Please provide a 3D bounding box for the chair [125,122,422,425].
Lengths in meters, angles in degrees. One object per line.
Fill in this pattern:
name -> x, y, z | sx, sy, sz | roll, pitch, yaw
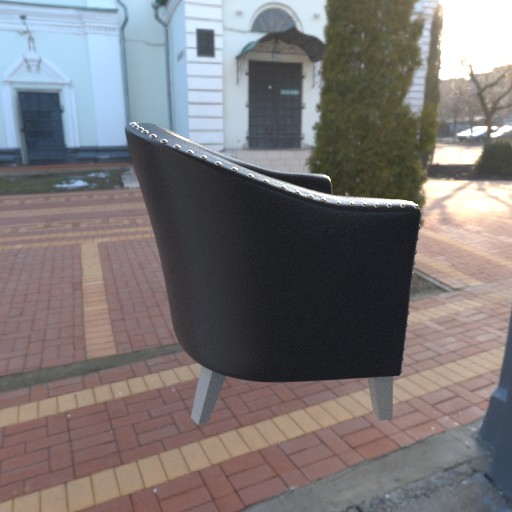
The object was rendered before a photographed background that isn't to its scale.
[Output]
chair -> 0.000, 0.000, 1.430 | 0.748, 0.823, 0.794 | -2, 16, -8
